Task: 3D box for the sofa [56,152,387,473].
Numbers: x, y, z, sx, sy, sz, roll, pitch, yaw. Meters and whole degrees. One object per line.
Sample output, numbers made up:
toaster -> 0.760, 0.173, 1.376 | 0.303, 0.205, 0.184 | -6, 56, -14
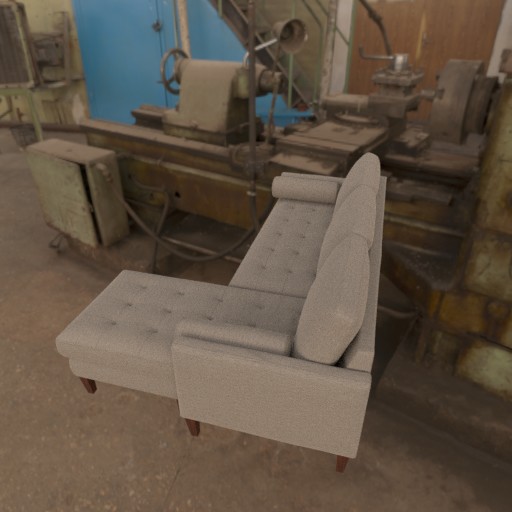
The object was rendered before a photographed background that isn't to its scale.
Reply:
sofa -> 0.000, 0.000, 2.826 | 1.506, 0.875, 2.178 | 8, 32, 13
